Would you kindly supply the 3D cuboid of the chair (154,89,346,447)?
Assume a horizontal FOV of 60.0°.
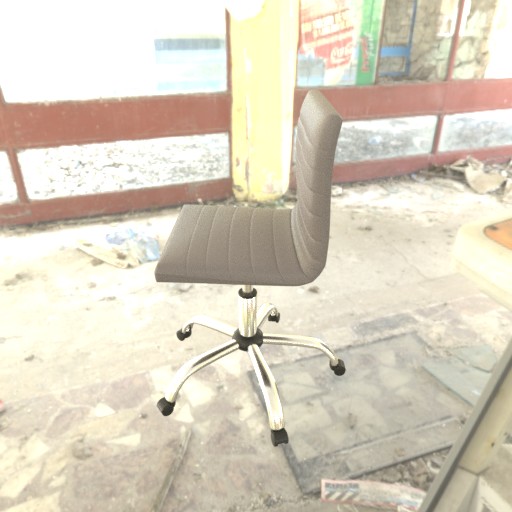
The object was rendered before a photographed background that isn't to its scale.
[{"bbox_3d":[0.000,0.000,1.150,0.530,0.780,0.556,0,27,1],"label":"chair"}]
